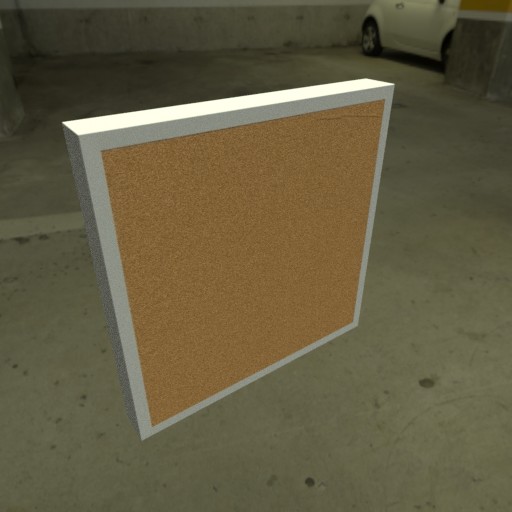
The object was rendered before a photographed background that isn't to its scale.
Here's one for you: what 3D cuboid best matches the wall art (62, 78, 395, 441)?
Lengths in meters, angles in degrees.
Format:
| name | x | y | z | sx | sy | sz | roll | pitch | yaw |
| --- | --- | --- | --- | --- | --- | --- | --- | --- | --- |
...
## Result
| name | x | y | z | sx | sy | sz | roll | pitch | yaw |
| --- | --- | --- | --- | --- | --- | --- | --- | --- | --- |
| wall art | 0.000 | 0.000 | 0.449 | 0.305 | 0.305 | 0.038 | -20 | 36 | -30 |
